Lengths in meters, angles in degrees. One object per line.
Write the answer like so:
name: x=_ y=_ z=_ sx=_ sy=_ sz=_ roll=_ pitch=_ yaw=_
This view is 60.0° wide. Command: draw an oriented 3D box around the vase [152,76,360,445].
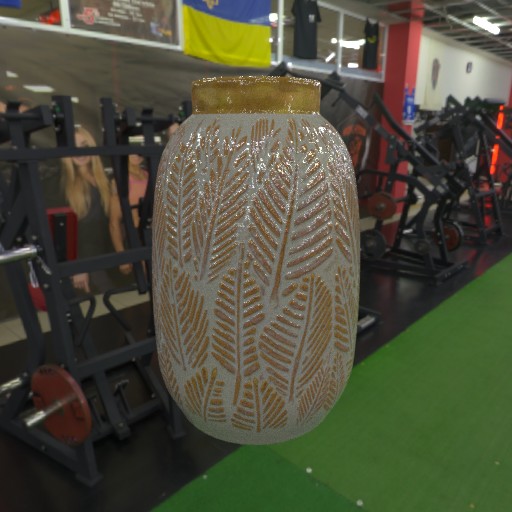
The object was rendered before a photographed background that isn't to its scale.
vase: x=0.000 y=0.000 z=0.369 sx=0.172 sy=0.270 sz=0.172 roll=0 pitch=16 yaw=0
